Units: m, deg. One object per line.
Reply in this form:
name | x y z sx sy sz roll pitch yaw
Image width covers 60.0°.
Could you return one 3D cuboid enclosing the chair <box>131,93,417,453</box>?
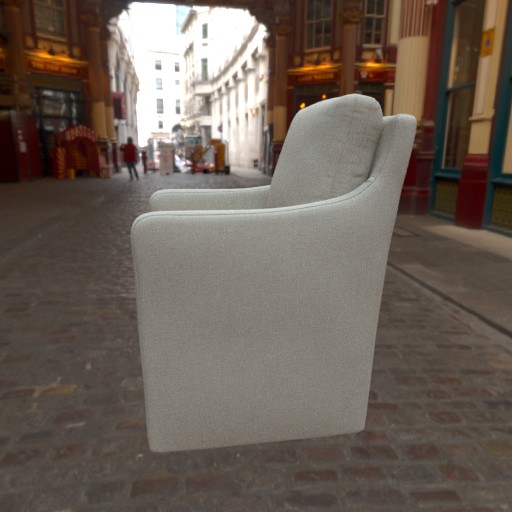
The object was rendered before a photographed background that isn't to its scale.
chair | 0.000 0.000 1.371 0.694 0.914 0.626 -2 14 -8
